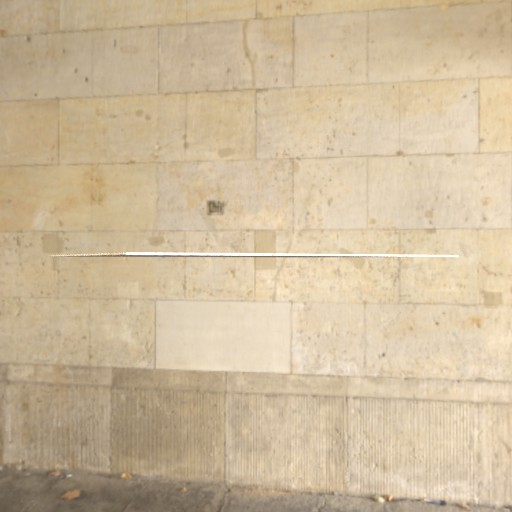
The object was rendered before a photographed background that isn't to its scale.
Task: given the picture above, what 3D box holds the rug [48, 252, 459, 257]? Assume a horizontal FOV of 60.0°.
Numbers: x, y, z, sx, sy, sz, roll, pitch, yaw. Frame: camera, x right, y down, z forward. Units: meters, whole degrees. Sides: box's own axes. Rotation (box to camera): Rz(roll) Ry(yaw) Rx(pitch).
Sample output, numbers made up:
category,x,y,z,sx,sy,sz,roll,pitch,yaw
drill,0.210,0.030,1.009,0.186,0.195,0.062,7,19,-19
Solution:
category,x,y,z,sx,sy,sz,roll,pitch,yaw
rug,0.000,0.000,2.360,1.827,0.007,1.211,0,0,-35
